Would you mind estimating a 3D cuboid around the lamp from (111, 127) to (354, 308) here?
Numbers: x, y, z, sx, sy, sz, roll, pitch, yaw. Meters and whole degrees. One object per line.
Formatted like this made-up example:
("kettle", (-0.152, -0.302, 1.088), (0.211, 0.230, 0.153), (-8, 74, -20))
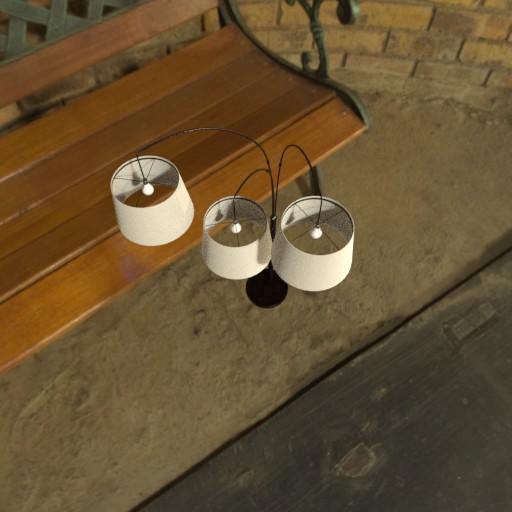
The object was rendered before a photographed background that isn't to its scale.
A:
("lamp", (0.000, 0.000, 2.432), (0.951, 1.950, 0.924), (16, 60, 10))
